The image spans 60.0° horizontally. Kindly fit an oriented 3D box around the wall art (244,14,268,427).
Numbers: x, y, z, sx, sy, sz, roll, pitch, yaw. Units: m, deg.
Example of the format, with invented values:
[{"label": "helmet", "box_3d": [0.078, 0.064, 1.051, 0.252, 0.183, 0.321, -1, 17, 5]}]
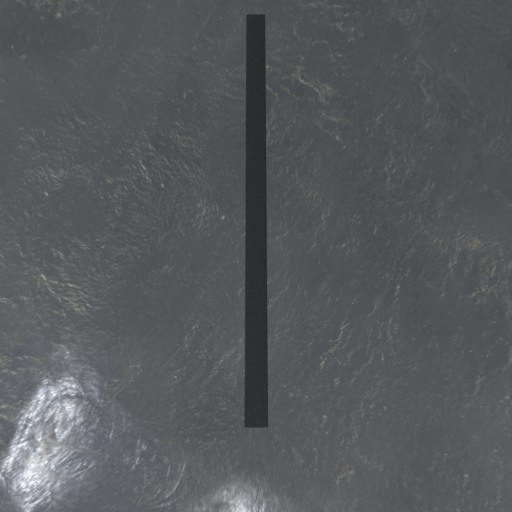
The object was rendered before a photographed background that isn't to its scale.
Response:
[{"label": "wall art", "box_3d": [0.000, 0.000, 0.689, 0.021, 0.508, 0.432, 0, 77, 0]}]
